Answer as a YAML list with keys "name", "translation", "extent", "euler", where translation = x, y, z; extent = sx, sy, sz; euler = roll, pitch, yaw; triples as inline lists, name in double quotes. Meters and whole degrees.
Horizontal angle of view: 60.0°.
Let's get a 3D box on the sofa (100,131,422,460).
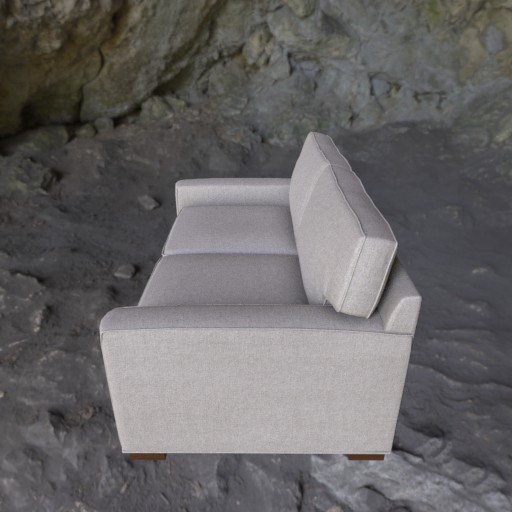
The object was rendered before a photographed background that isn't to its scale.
- name: "sofa"
  translation: [0.000, 0.000, 1.999]
  extent: [0.940, 0.853, 1.484]
  euler: [0, 27, 0]
